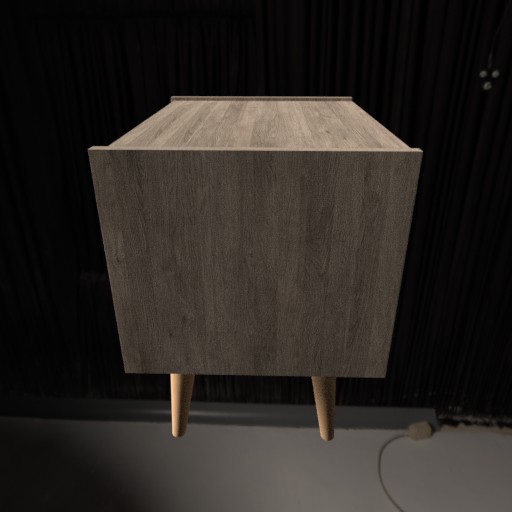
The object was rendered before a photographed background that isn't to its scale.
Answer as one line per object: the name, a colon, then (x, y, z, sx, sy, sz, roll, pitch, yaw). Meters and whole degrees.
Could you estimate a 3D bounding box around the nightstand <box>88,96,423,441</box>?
nightstand: (0.000, 0.000, 0.817, 0.380, 0.500, 0.480, 1, 26, 1)
